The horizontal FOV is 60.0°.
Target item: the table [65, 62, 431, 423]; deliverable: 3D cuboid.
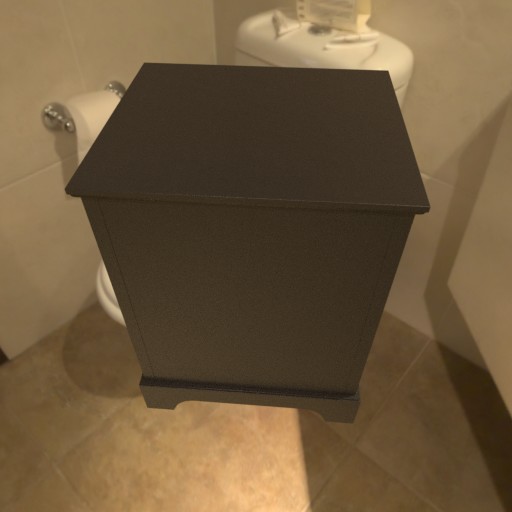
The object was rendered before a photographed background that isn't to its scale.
[{"bbox_3d":[0.000,0.000,0.908,0.460,0.610,0.399,3,46,3],"label":"table"}]
